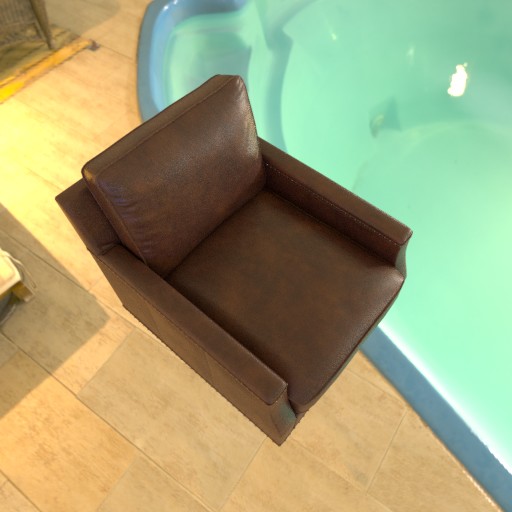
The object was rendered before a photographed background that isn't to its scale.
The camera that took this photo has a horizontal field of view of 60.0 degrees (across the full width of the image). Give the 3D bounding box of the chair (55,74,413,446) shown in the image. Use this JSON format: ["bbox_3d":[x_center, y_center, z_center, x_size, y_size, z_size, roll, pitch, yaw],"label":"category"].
[{"bbox_3d":[0.000,0.000,1.709,1.014,0.929,0.853,36,64,21],"label":"chair"}]
